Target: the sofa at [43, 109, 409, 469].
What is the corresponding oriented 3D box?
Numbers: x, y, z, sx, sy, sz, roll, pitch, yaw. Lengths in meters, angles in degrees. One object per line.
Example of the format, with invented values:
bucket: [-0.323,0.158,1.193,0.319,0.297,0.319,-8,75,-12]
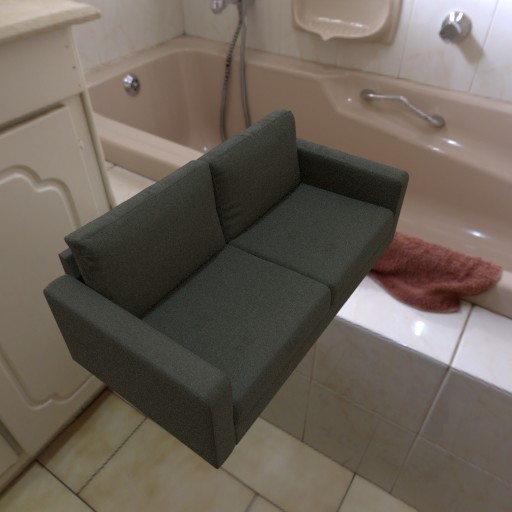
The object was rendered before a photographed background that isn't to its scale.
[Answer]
sofa: [0.000,0.000,2.240,0.889,0.897,1.730,25,47,26]
